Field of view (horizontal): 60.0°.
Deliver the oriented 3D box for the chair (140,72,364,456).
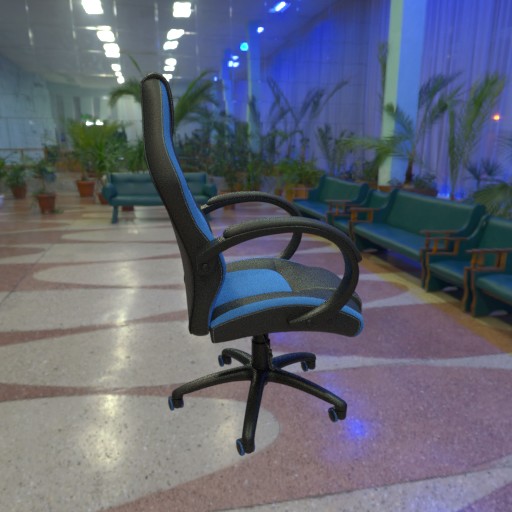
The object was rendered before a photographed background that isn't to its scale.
[{"bbox_3d":[0.000,0.000,1.586,0.724,1.187,0.673,-3,16,-10],"label":"chair"}]
